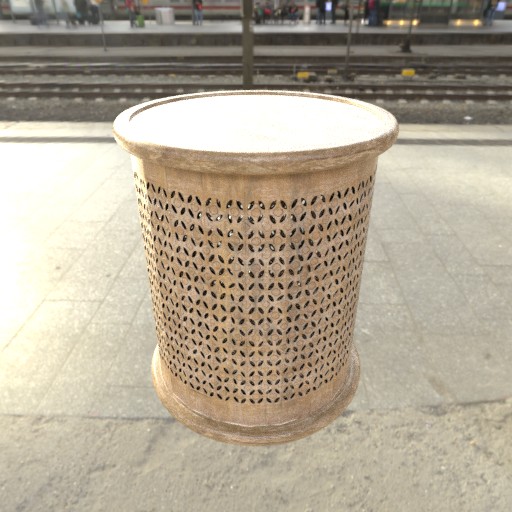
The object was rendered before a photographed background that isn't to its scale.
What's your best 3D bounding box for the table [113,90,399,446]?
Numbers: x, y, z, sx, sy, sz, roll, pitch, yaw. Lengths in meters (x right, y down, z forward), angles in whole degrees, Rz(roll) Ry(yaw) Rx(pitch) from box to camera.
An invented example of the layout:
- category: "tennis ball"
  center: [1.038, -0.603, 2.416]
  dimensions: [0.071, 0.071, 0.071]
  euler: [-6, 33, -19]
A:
- category: "table"
  center: [0.000, 0.000, 0.769]
  dimensions: [0.407, 0.482, 0.407]
  euler: [0, 30, 0]
